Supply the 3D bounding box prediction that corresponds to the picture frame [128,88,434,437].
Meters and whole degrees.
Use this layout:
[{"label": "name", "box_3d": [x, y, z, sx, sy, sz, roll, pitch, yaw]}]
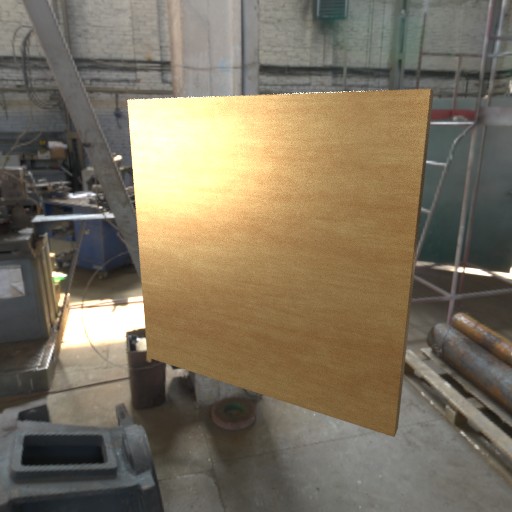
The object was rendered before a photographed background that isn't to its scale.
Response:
[{"label": "picture frame", "box_3d": [0.000, 0.000, 1.116, 0.758, 0.761, 0.037, 9, 19, 28]}]
